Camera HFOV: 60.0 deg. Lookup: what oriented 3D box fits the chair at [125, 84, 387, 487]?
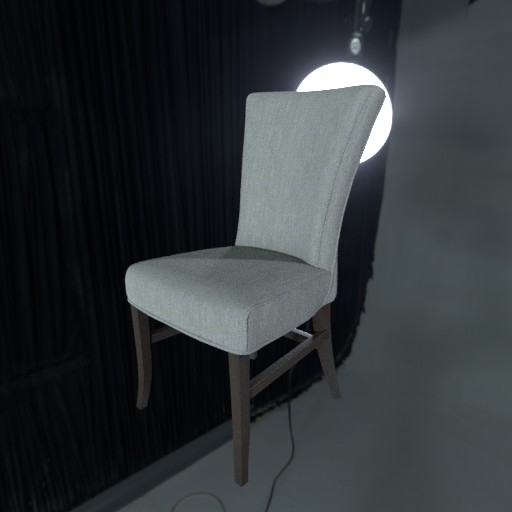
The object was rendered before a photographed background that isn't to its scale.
[{"bbox_3d":[0.000,0.000,1.359,0.520,0.991,0.660,15,22,42],"label":"chair"}]
